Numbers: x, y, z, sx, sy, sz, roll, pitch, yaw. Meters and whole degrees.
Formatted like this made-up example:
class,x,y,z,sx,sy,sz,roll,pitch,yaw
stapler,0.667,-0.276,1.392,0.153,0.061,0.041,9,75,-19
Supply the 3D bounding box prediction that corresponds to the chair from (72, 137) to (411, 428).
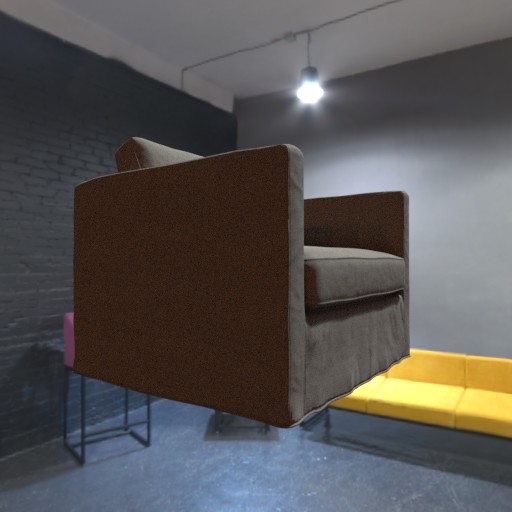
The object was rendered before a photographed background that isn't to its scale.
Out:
class,x,y,z,sx,sy,sz,roll,pitch,yaw
chair,0.000,0.000,1.767,0.949,0.863,1.057,0,-1,35
